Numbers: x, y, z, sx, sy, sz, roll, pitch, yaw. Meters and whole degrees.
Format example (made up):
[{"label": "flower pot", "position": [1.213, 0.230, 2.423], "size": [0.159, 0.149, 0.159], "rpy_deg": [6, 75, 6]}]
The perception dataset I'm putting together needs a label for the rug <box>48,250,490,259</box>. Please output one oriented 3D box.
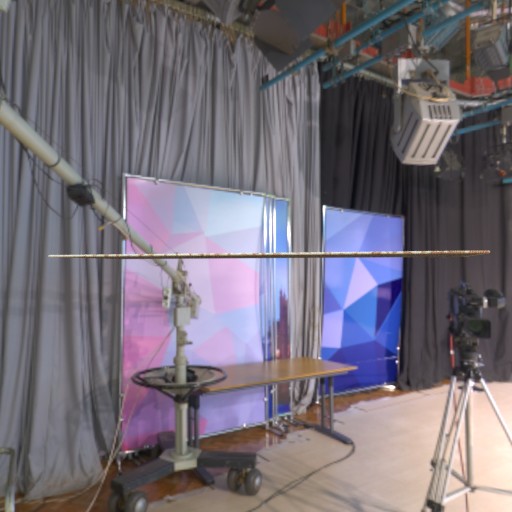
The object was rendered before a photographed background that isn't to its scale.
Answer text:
[{"label": "rug", "position": [0.000, 0.000, 2.705], "size": [2.435, 0.011, 0.750], "rpy_deg": [0, -2, 17]}]
